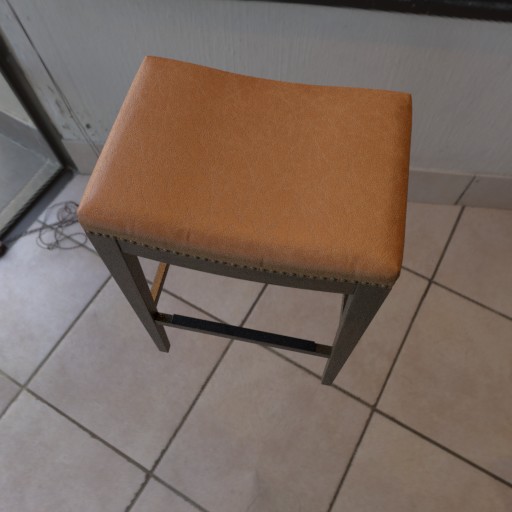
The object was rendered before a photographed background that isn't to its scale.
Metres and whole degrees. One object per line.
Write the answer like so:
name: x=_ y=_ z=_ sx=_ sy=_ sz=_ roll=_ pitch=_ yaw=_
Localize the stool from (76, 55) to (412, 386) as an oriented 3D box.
stool: x=0.000 y=0.000 z=1.009 sx=0.500 sy=0.759 sz=0.361 roll=10 pitch=65 yaw=5
